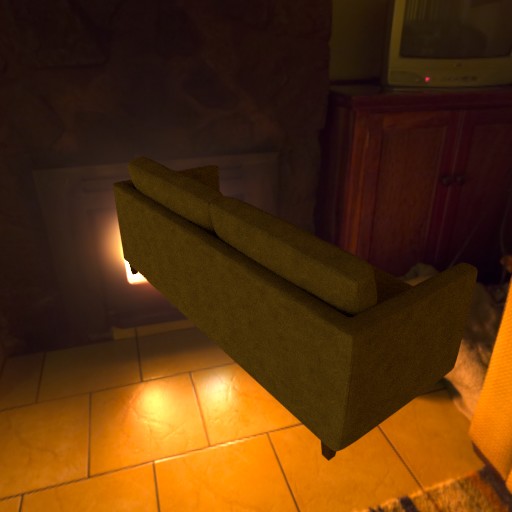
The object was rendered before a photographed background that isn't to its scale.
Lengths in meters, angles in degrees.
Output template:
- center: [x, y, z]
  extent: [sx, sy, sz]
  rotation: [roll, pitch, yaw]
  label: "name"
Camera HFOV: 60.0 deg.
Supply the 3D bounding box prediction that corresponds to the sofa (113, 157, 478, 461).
- center: [0.000, 0.000, 2.875]
  extent: [0.951, 0.965, 2.434]
  rotation: [-19, 32, -33]
  label: "sofa"
